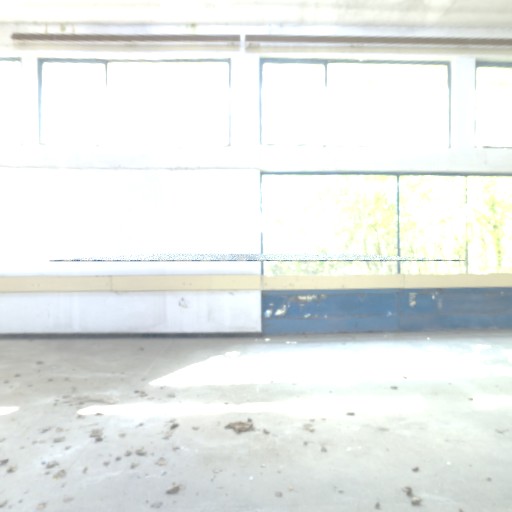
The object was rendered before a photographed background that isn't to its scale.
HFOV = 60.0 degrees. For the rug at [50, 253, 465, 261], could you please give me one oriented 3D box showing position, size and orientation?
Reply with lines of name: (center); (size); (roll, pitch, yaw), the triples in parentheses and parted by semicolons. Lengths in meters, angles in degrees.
rug: (0.000, 0.000, 4.128); (2.453, 0.008, 3.059); (0, 1, -1)
